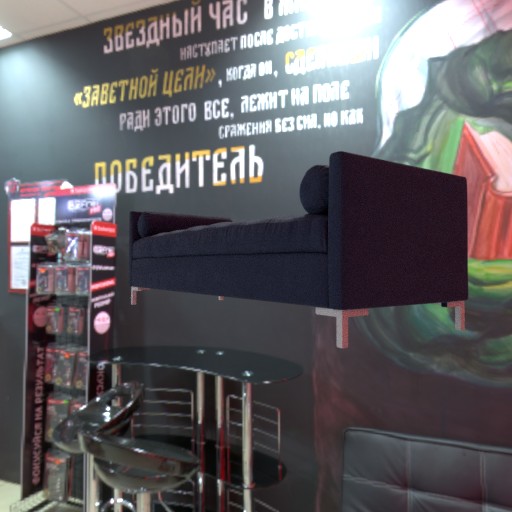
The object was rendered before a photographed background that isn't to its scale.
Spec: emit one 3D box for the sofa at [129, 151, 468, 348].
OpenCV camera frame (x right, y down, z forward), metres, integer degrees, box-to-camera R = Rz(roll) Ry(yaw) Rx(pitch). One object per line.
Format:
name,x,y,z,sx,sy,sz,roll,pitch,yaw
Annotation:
sofa,0.000,0.000,2.522,0.797,0.657,2.102,1,-1,-35
